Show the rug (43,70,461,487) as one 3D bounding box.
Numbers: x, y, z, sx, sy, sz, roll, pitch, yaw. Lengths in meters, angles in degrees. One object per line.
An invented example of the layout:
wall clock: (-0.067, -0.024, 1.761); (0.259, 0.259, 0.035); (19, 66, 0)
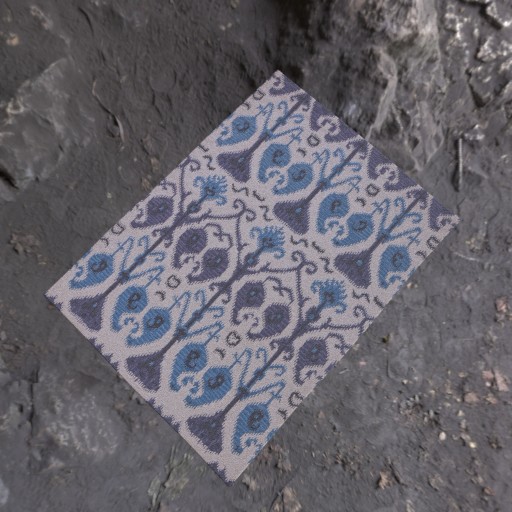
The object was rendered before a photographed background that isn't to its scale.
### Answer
rug: (0.000, 0.000, 2.920); (1.676, 0.013, 2.261); (42, 81, 9)
